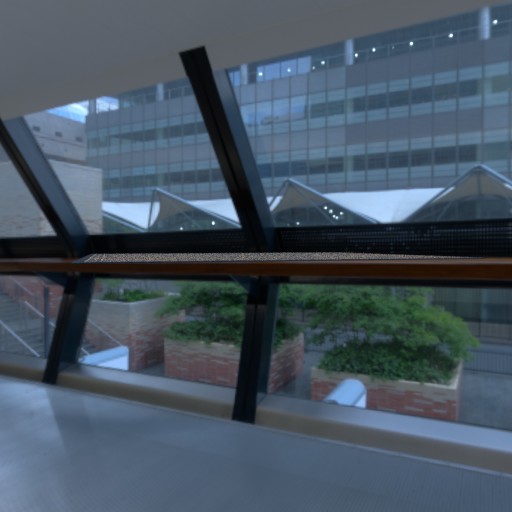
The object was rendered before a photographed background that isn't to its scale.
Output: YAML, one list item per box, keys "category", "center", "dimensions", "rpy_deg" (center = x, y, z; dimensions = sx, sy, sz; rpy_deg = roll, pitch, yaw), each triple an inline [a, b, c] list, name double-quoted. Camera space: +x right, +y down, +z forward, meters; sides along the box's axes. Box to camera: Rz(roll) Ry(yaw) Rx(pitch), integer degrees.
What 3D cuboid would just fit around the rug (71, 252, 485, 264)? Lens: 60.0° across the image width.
- category: "rug"
  center: [0.000, 0.000, 4.199]
  dimensions: [3.048, 0.010, 2.438]
  rpy_deg: [0, 2, -18]
